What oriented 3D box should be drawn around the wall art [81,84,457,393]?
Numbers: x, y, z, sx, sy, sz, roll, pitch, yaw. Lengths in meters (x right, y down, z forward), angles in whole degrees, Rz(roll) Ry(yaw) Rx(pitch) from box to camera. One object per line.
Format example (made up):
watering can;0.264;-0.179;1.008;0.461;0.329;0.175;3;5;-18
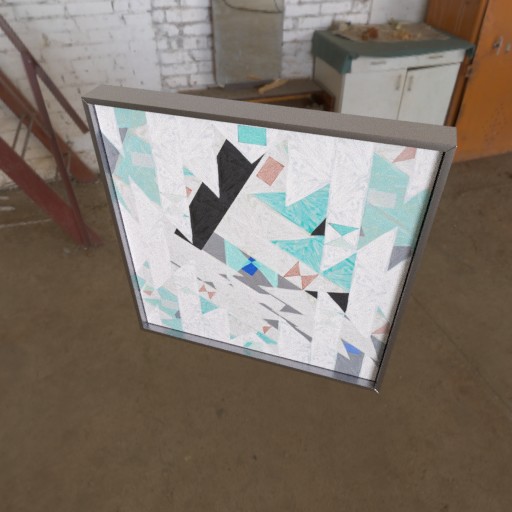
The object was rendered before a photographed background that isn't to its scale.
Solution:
wall art;0.000;0.000;0.521;0.350;0.350;0.038;12;41;13
